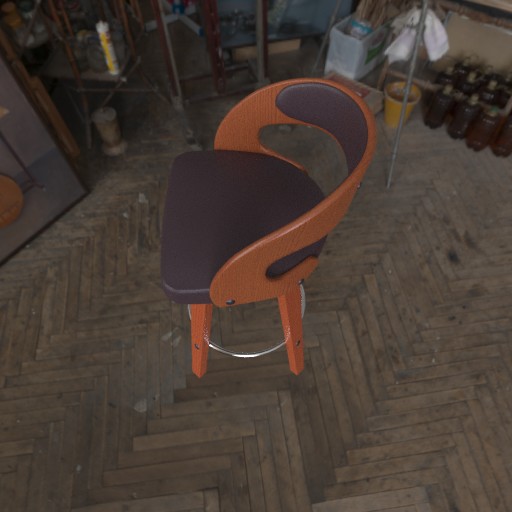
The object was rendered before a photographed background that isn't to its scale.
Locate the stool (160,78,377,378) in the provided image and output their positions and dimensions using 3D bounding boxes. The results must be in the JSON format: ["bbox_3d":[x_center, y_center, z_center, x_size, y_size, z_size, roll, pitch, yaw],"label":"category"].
[{"bbox_3d":[0.000,0.000,1.235,0.457,0.940,0.457,-1,57,-1],"label":"stool"}]
